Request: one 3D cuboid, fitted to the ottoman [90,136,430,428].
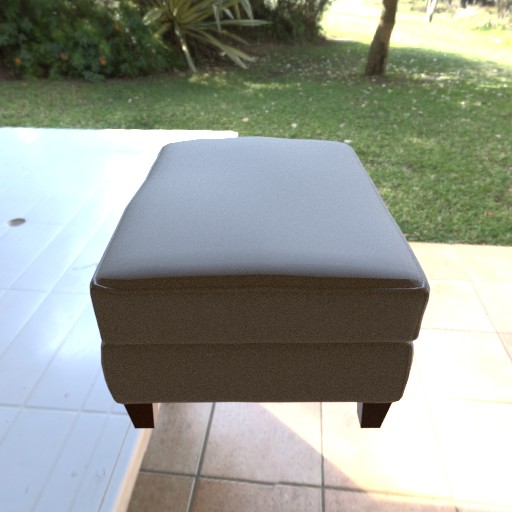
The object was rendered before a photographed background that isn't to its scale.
[{"bbox_3d":[0.000,0.000,1.202,0.634,0.479,0.818,0,32,0],"label":"ottoman"}]
